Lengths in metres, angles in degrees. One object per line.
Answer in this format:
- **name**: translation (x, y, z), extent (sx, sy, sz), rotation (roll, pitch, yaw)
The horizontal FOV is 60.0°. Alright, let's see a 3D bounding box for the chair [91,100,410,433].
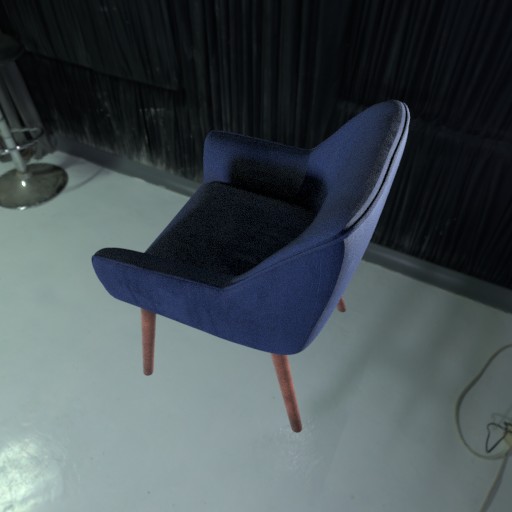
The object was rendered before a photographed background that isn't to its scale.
- **chair**: translation (0.000, 0.000, 1.229), extent (0.600, 0.820, 0.600), rotation (18, 49, 16)
